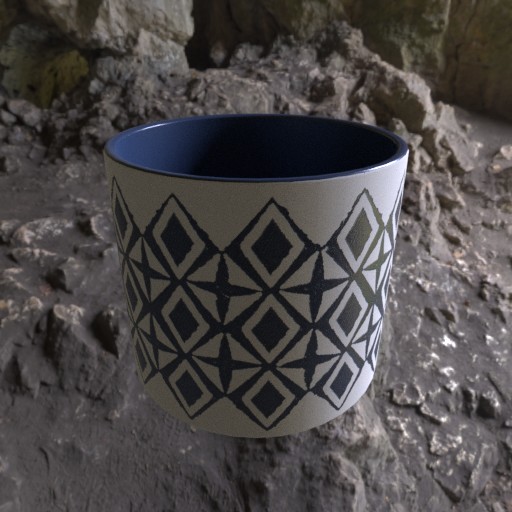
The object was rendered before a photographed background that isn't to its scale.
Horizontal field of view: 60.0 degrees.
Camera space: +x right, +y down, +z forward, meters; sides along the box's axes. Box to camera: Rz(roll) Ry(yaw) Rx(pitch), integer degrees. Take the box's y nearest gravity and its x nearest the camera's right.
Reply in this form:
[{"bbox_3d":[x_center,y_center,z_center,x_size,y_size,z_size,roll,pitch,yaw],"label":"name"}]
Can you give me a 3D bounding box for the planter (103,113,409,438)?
[{"bbox_3d":[0.000,0.000,0.311,0.182,0.165,0.182,0,27,0],"label":"planter"}]
